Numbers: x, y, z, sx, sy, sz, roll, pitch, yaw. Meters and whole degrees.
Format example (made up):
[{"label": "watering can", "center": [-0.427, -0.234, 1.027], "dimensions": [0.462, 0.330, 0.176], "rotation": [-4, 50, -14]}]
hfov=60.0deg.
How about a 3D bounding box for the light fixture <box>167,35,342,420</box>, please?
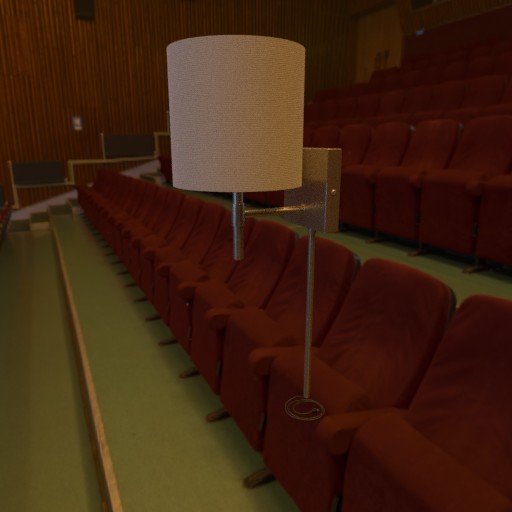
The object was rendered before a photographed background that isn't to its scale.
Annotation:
[{"label": "light fixture", "center": [0.000, 0.000, 0.696], "dimensions": [0.248, 0.589, 0.188], "rotation": [-7, 16, -26]}]
